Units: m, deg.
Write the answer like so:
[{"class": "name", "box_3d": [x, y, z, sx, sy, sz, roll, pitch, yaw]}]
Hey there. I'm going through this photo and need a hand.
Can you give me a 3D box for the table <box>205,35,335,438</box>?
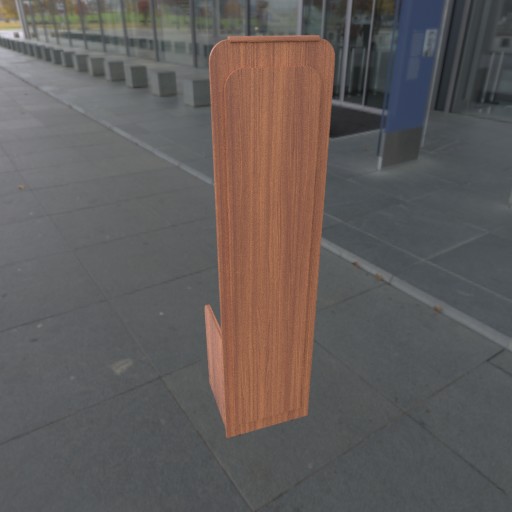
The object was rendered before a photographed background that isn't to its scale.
[{"class": "table", "box_3d": [0.000, 0.000, 2.044, 0.450, 1.830, 0.420, -9, 30, -17]}]
